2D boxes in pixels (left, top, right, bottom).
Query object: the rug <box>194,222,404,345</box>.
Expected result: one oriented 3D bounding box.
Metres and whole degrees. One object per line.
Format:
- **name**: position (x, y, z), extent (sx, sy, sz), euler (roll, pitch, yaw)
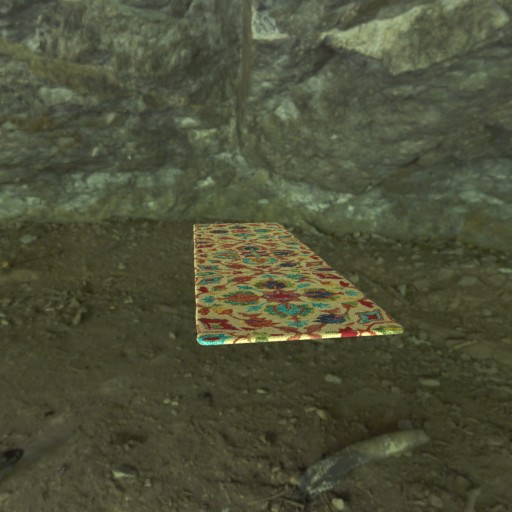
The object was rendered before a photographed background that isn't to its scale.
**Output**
- **rug**: position (0.000, 0.000, 2.511), extent (0.693, 0.016, 2.273), euler (-2, 14, -8)
